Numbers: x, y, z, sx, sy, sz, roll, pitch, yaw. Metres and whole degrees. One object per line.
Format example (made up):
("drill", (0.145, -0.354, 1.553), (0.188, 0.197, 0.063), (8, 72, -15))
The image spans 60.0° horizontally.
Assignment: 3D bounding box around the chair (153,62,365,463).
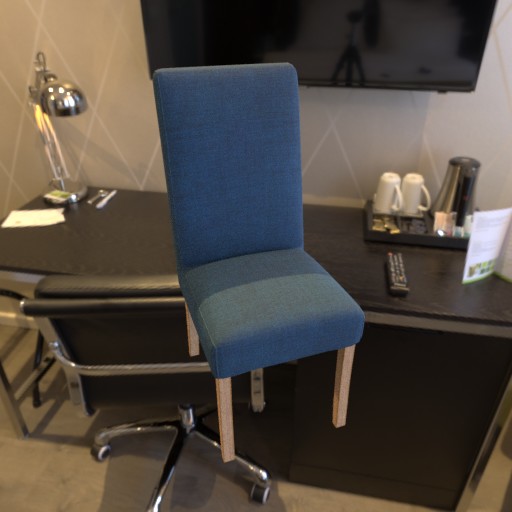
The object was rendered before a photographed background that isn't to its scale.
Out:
("chair", (0.000, 0.000, 1.375), (0.450, 1.029, 0.610), (-10, 32, -17))
